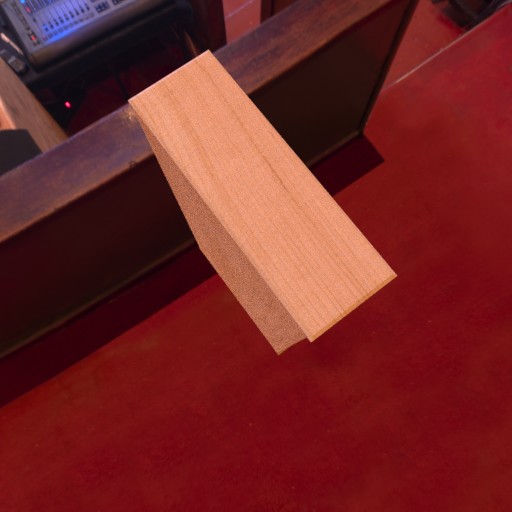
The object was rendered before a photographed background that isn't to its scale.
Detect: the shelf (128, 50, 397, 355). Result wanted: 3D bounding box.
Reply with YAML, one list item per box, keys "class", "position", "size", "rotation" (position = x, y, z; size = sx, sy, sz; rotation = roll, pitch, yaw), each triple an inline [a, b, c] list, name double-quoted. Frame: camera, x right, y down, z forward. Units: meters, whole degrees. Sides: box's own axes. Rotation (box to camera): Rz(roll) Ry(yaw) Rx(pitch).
- class: "shelf"
  position: [0.000, 0.000, 1.238]
  size: [0.175, 1.030, 0.520]
  rotation: [-36, 79, -8]
